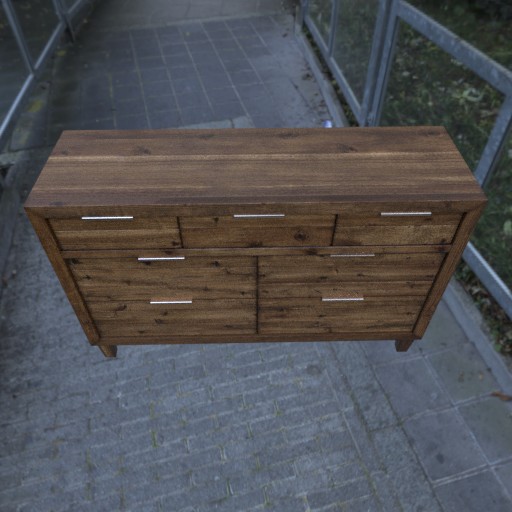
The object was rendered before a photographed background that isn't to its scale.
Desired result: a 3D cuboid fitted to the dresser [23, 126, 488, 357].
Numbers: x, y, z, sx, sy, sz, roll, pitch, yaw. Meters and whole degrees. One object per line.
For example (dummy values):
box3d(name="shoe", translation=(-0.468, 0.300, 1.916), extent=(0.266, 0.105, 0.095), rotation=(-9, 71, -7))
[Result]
box3d(name="dresser", translation=(0.000, 0.000, 1.788), extent=(1.387, 0.892, 0.438), rotation=(-1, 46, -1))
